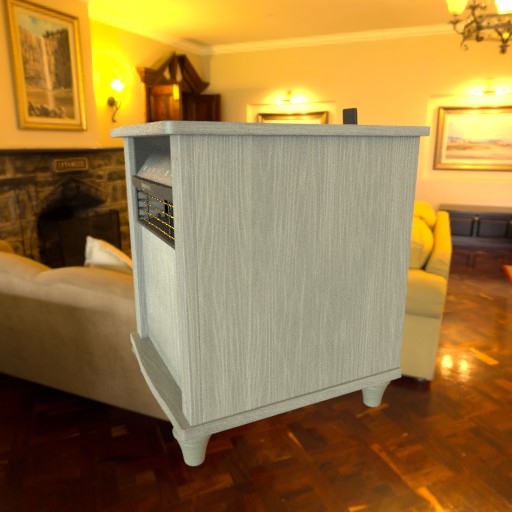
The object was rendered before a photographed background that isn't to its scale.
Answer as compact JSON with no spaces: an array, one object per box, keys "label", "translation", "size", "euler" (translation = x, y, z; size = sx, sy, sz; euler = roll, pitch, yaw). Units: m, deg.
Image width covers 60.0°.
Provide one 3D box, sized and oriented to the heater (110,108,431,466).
[{"label":"heater","translation":[0.000,0.000,0.741],"size":[0.400,0.481,0.362],"euler":[-7,16,-25]}]
